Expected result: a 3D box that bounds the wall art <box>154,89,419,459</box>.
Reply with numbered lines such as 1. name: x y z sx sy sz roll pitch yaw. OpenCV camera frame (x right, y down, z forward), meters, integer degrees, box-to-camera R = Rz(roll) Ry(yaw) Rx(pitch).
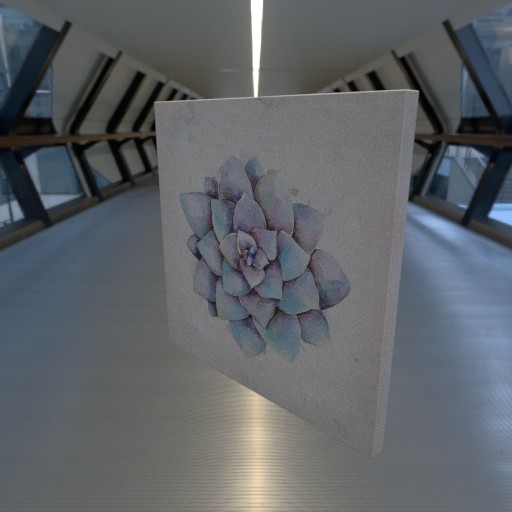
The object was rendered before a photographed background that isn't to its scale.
1. wall art: 0.000 0.000 0.908 0.612 0.612 0.040 16 23 42
